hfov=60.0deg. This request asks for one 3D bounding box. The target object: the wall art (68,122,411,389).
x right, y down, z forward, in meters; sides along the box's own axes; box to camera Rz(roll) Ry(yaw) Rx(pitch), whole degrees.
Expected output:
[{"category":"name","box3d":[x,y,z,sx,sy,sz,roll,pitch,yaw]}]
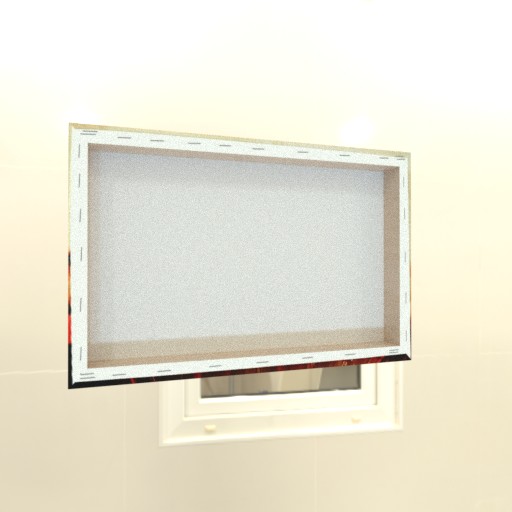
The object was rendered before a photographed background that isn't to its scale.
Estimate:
[{"category":"wall art","box3d":[0.000,0.000,0.492,0.383,0.251,0.037,0,0,-18]}]
